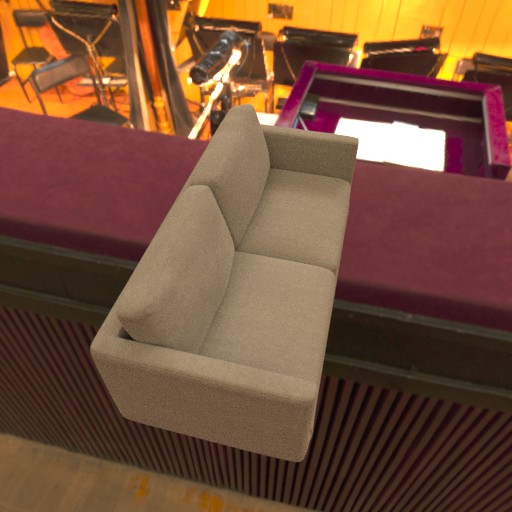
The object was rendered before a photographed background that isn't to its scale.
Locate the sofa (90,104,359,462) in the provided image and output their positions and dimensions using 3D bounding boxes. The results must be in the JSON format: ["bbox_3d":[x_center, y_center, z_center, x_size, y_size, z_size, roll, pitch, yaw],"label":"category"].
[{"bbox_3d":[0.000,0.000,2.505,0.950,0.963,1.884,10,47,10],"label":"sofa"}]
